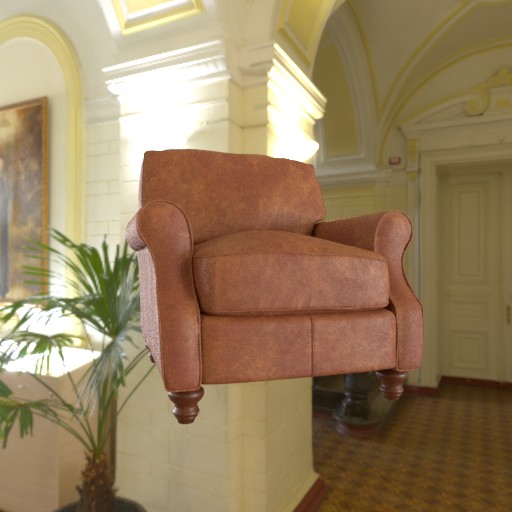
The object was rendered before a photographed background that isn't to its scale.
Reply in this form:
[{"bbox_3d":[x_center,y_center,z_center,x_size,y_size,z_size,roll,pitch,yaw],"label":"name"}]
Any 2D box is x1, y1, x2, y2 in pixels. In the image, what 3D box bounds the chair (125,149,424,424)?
[{"bbox_3d":[0.000,0.000,1.754,0.983,0.962,0.986,0,-1,-19],"label":"chair"}]
